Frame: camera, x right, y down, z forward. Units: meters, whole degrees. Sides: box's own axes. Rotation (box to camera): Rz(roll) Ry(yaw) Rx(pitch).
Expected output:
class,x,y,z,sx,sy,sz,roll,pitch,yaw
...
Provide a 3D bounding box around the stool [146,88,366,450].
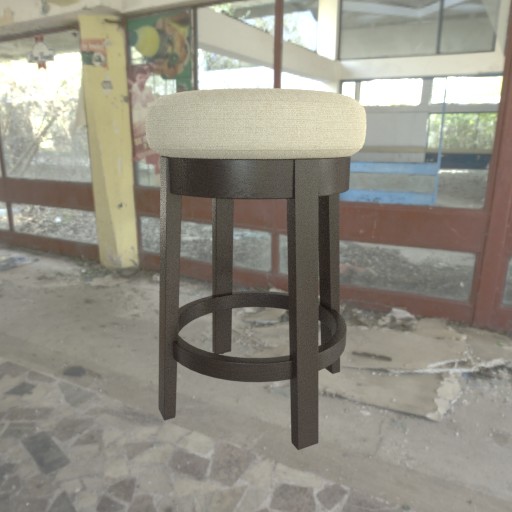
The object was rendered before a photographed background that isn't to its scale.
class,x,y,z,sx,sy,sz,roll,pitch,yaw
stool,0.000,0.000,0.955,0.449,0.655,0.449,0,15,0
